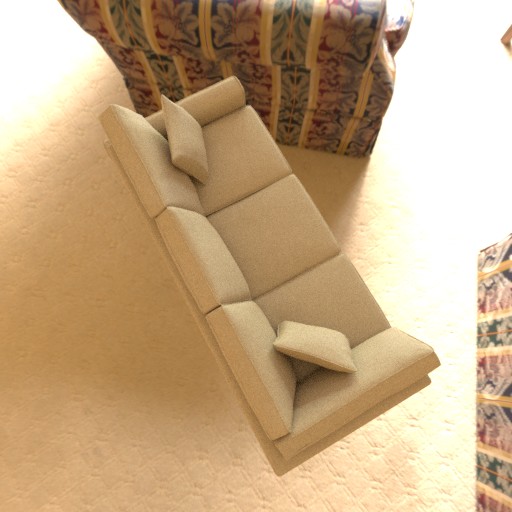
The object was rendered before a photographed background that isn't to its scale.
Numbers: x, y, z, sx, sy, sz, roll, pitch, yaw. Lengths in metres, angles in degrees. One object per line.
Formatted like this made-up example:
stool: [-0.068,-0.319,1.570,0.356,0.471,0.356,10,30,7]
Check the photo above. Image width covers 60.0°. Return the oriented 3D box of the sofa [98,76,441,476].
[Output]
sofa: [0.000,0.000,2.869,1.061,0.962,2.317,-28,77,-7]
